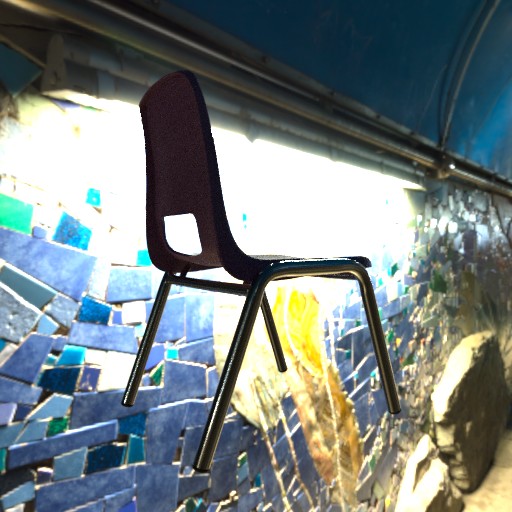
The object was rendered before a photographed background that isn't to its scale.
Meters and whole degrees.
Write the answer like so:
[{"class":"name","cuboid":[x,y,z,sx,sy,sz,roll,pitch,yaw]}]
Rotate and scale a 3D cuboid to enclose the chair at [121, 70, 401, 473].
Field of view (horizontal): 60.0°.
[{"class":"chair","cuboid":[0.000,0.000,0.840,0.419,0.584,0.356,-1,2,-35]}]
